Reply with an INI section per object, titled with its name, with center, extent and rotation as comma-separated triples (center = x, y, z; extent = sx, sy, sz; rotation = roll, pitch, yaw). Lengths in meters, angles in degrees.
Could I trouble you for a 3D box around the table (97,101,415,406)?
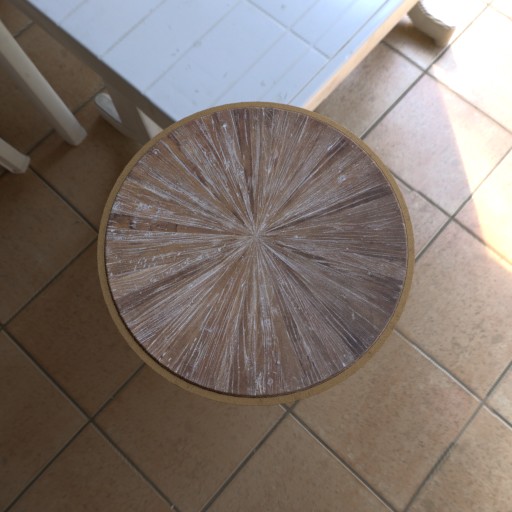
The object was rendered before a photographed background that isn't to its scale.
[table]
center = 0.000, 0.000, 1.592
extent = 1.001, 0.409, 1.001
rotation = 0, 74, 0
